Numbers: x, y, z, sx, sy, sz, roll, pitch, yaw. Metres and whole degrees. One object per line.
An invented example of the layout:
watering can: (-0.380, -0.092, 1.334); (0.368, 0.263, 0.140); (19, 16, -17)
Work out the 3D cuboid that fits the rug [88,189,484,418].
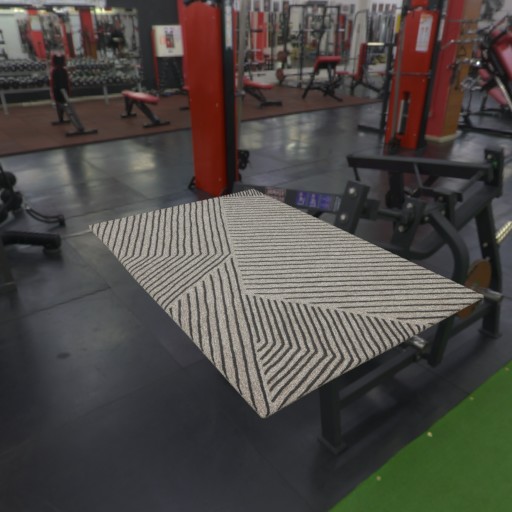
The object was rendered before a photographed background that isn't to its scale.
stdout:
rug: (0.000, 0.000, 2.356); (1.237, 0.019, 1.842); (-18, 32, -31)
